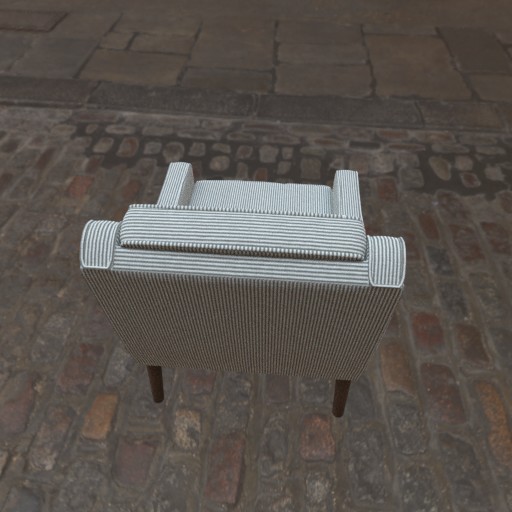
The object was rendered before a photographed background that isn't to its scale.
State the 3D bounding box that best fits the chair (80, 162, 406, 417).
[{"bbox_3d":[0.000,0.000,1.351,0.663,0.792,0.743,3,46,3],"label":"chair"}]
